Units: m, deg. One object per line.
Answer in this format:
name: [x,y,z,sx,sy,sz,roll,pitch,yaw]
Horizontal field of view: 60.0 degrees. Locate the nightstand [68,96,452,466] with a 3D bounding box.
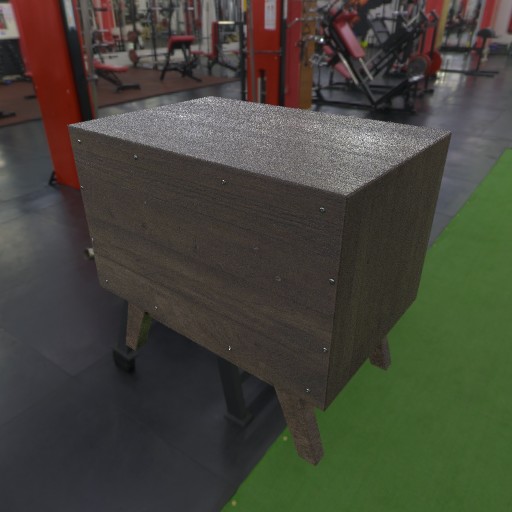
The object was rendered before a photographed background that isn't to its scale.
nightstand: [0.000,0.000,1.049,0.650,0.599,0.450,21,35,32]
